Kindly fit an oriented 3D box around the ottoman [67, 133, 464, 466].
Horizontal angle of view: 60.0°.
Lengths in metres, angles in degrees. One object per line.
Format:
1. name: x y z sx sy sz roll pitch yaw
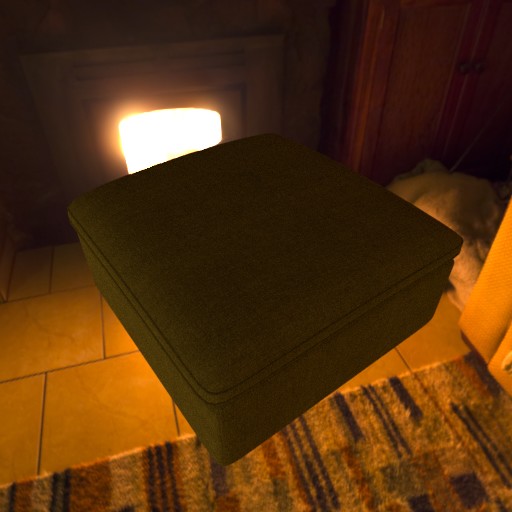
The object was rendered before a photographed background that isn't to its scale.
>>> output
1. ottoman: 0.000 0.000 1.712 1.067 0.559 1.067 -25 46 -27
